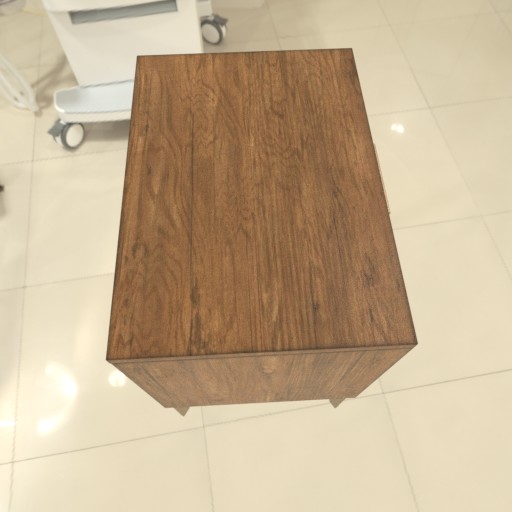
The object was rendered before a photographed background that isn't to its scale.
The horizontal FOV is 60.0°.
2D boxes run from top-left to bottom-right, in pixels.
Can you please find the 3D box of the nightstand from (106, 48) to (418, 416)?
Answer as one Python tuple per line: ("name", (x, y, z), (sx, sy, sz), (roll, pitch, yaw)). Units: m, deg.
("nightstand", (0.000, 0.000, 1.021), (0.446, 0.610, 0.610), (-3, 63, -1))
